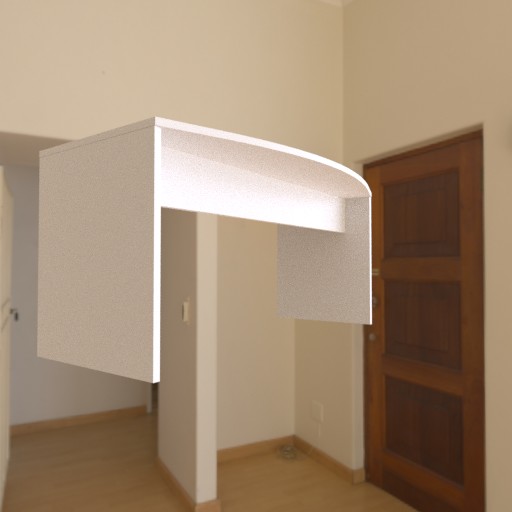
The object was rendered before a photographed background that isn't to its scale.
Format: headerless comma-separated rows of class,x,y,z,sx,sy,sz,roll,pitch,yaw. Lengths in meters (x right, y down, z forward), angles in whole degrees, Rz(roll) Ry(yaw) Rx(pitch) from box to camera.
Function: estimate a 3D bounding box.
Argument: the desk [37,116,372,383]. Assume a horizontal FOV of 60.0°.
desk,0.000,0.000,2.027,0.802,0.750,1.600,-1,-2,36
